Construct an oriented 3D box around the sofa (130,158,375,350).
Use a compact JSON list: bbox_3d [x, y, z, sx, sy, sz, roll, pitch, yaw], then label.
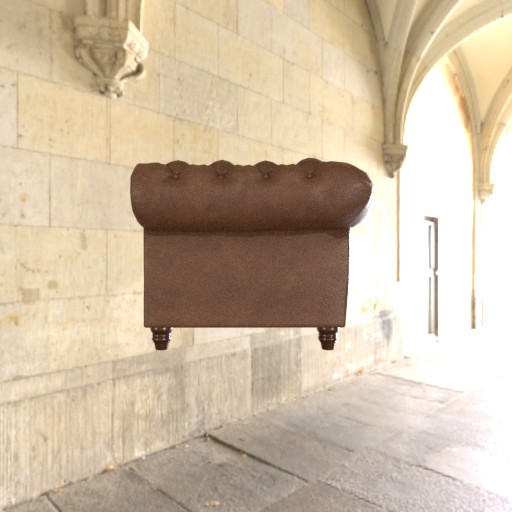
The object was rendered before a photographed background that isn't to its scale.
[{"bbox_3d":[0.000,0.000,2.798,0.944,0.783,2.385,0,0,0],"label":"sofa"}]
